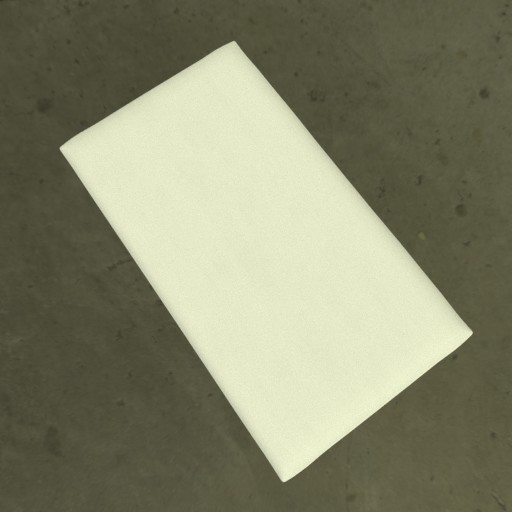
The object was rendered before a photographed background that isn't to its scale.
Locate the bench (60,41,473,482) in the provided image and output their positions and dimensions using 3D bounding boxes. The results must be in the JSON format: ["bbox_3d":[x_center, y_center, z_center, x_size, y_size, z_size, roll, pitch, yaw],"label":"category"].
[{"bbox_3d":[0.000,0.000,1.169,0.500,0.449,0.887,-35,79,-8],"label":"bench"}]
